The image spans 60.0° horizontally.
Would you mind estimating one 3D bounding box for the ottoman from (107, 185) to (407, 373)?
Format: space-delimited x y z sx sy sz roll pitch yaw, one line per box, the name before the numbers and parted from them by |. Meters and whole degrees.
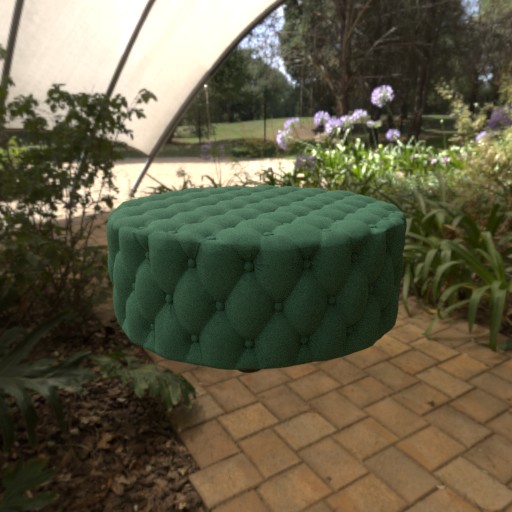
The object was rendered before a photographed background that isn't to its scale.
ottoman | 0.000 0.000 1.563 0.998 0.399 0.998 0 16 0
